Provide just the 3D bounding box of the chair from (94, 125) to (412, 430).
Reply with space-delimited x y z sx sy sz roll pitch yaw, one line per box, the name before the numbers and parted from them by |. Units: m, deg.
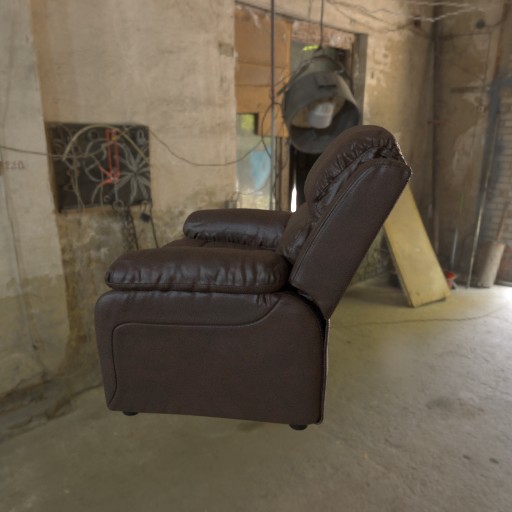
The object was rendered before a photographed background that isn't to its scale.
chair | 0.000 0.000 1.239 0.707 0.702 0.680 3 16 9
